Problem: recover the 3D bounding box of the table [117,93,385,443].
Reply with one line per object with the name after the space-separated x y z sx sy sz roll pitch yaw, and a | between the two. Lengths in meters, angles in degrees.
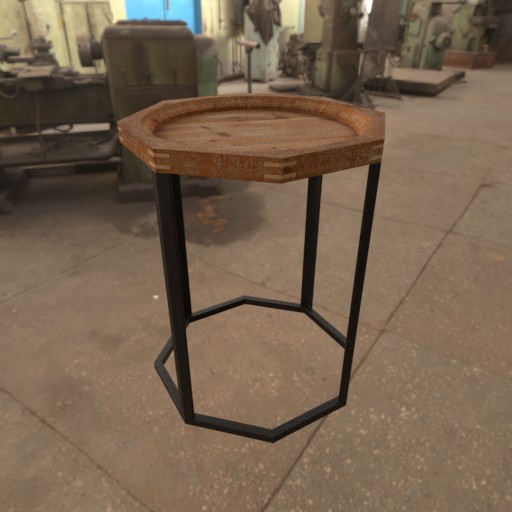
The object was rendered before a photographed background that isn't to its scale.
0.000 0.000 0.885 0.458 0.543 0.458 21 36 31 | table
